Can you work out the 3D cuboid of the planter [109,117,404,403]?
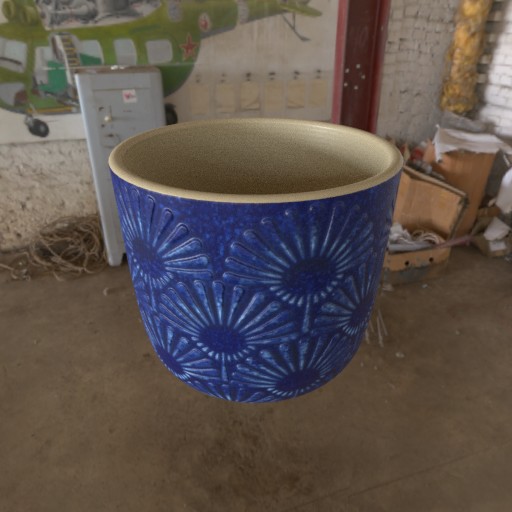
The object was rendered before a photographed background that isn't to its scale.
[{"bbox_3d":[0.000,0.000,0.219,0.124,0.109,0.124,0,29,0],"label":"planter"}]
